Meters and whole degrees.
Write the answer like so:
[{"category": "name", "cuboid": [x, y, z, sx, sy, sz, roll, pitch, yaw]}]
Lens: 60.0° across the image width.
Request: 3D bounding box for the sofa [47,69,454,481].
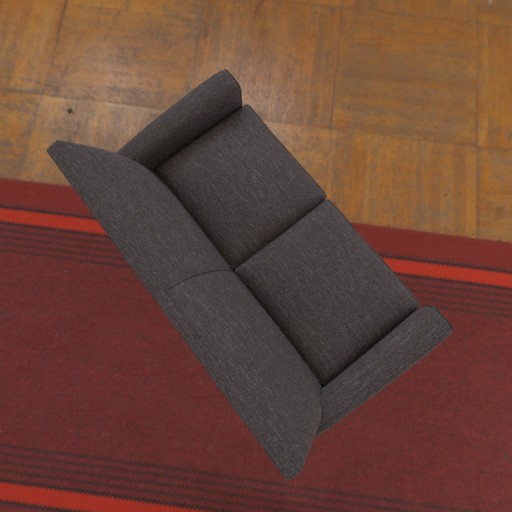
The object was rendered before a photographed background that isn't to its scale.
[{"category": "sofa", "cuboid": [0.000, 0.000, 1.989, 0.867, 0.905, 1.509, -37, 79, -9]}]
